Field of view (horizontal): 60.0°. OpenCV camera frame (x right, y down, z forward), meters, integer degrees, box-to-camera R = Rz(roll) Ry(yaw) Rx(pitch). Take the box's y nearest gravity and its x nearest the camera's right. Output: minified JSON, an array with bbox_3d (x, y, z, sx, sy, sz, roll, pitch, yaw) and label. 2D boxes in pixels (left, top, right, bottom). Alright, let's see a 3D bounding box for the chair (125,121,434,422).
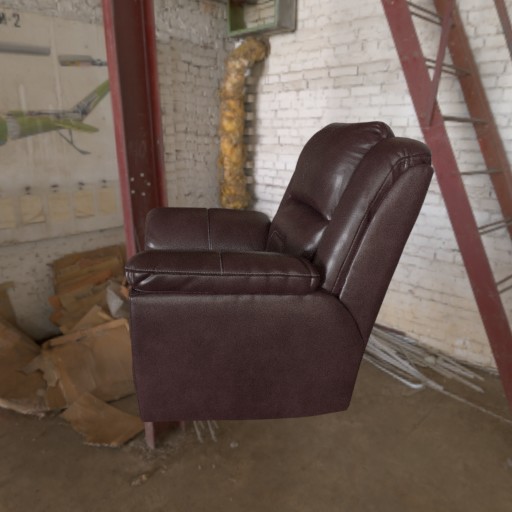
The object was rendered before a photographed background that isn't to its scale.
[{"bbox_3d":[0.000,0.000,1.884,1.041,1.093,0.990,-2,16,-8],"label":"chair"}]
